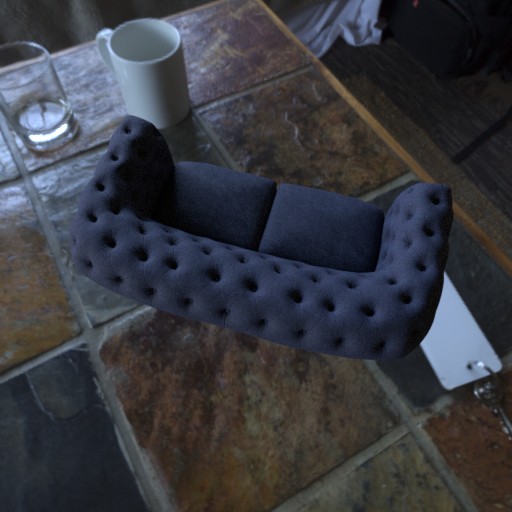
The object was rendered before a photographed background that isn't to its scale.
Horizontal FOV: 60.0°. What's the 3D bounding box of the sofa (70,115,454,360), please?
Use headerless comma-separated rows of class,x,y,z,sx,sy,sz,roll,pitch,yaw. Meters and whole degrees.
sofa,0.000,0.000,2.598,1.988,0.833,1.082,14,63,7
